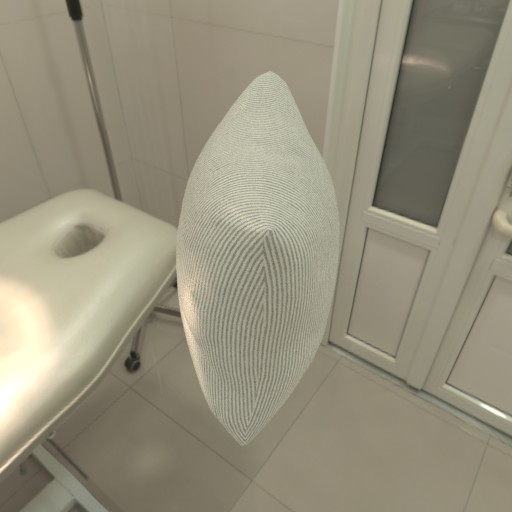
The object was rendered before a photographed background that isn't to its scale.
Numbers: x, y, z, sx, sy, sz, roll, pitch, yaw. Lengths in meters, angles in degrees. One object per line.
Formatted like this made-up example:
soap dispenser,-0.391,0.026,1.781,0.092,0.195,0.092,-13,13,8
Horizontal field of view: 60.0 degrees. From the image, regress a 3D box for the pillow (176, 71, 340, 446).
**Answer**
pillow,0.000,0.000,0.697,0.310,0.432,0.387,25,46,27
